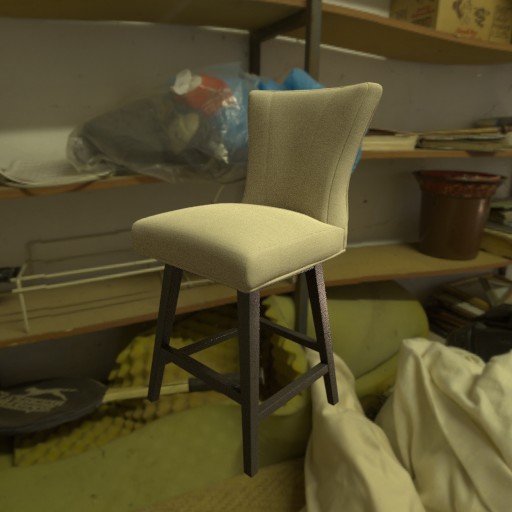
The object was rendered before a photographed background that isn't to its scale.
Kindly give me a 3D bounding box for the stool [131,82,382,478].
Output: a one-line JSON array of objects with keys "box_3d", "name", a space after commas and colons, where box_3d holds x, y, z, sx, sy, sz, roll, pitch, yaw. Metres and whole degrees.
[{"box_3d": [0.000, 0.000, 1.366, 0.514, 1.000, 0.574, 16, 23, 42], "name": "stool"}]
